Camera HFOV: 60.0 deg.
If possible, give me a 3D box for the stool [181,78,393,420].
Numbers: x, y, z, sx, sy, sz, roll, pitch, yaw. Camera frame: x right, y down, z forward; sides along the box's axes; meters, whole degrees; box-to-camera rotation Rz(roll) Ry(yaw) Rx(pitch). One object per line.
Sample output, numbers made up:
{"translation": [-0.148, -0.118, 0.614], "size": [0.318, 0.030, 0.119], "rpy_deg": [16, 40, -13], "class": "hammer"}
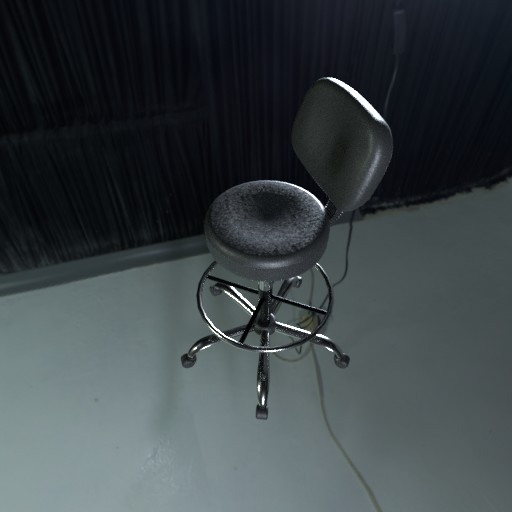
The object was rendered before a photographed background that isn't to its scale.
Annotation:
{"translation": [0.000, 0.000, 1.532], "size": [0.658, 1.069, 0.694], "rpy_deg": [-16, 48, -14], "class": "stool"}
